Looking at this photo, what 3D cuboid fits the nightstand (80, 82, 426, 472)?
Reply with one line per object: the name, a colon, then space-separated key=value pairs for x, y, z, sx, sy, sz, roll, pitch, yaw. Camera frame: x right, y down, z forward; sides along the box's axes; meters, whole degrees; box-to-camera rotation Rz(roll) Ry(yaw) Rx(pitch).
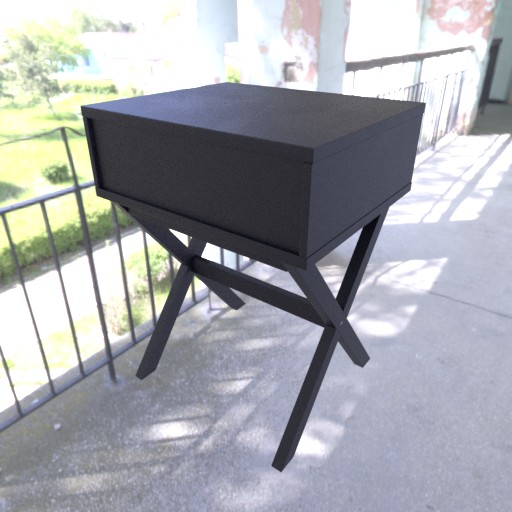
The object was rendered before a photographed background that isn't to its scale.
nightstand: x=0.000 y=0.000 z=0.947 sx=0.479 sy=0.623 sz=0.402 roll=20 pitch=34 yaw=32
